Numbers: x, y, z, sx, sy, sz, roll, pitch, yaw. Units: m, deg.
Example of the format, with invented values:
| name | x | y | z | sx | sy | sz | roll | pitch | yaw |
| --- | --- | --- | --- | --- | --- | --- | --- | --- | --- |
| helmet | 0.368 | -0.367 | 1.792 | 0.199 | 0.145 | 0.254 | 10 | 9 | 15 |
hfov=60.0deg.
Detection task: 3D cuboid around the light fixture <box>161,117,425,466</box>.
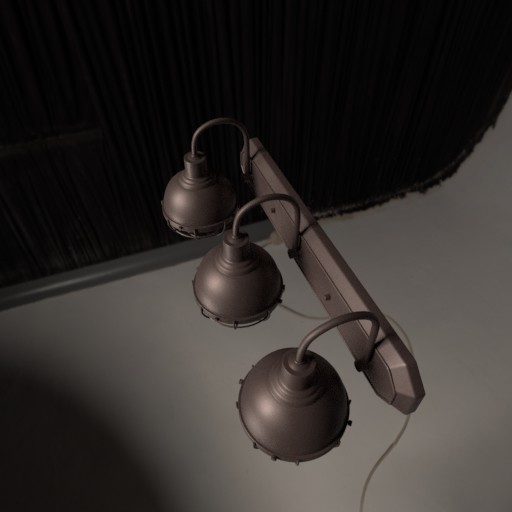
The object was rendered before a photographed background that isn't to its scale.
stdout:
| name | x | y | z | sx | sy | sz | roll | pitch | yaw |
| --- | --- | --- | --- | --- | --- | --- | --- | --- | --- |
| light fixture | 0.000 | 0.000 | 0.755 | 0.229 | 0.254 | 0.634 | -16 | 49 | -14 |
